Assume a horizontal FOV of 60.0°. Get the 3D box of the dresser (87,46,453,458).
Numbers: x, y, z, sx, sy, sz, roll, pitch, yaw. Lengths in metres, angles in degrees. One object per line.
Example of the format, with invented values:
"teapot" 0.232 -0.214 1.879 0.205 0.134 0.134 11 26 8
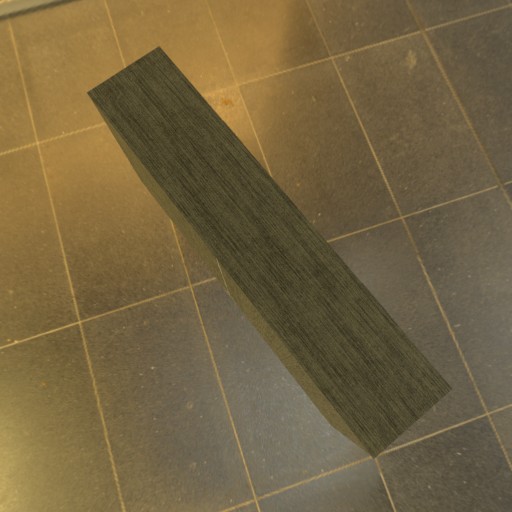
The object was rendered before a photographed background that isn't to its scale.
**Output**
"dresser" 0.000 0.000 1.841 0.333 0.790 1.535 -37 79 -9
